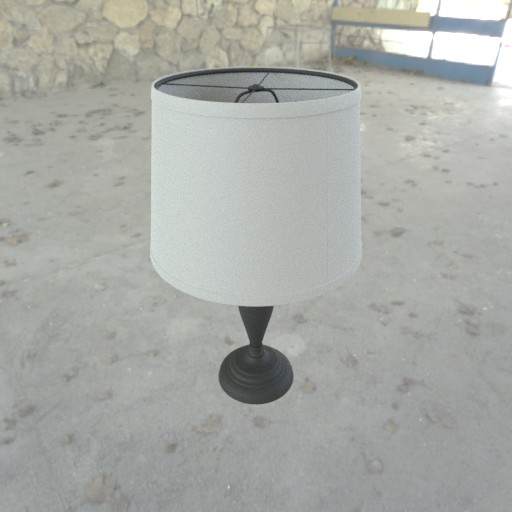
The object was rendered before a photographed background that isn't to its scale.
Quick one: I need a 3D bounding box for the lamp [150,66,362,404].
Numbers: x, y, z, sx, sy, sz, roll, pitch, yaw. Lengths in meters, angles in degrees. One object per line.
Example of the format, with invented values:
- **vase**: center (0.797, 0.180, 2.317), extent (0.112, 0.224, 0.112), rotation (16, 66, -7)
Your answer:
- **lamp**: center (0.000, 0.000, 0.674), extent (0.310, 0.501, 0.310), rotation (0, 31, 0)
